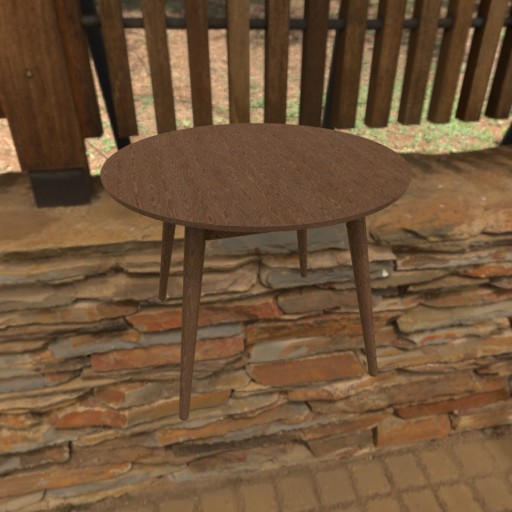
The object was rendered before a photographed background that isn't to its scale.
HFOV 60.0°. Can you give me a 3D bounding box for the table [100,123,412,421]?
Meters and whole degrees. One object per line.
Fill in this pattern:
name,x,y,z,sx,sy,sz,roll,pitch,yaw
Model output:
table,0.000,0.000,1.761,1.053,0.786,1.053,0,30,0
